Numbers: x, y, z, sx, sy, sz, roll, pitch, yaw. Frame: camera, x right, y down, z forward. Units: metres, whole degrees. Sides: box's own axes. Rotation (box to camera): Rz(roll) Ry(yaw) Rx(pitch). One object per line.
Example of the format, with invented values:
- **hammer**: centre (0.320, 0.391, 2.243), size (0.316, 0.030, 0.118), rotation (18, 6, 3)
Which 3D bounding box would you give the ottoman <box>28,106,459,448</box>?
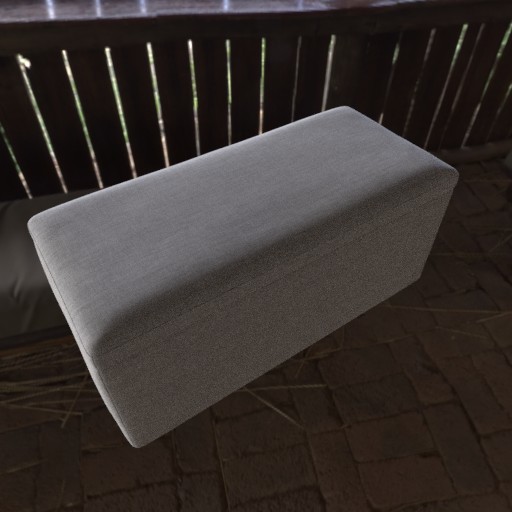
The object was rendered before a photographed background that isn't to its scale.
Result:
- **ottoman**: centre (0.000, 0.000, 1.100), size (0.902, 0.432, 0.419), rotation (-26, 51, -23)
